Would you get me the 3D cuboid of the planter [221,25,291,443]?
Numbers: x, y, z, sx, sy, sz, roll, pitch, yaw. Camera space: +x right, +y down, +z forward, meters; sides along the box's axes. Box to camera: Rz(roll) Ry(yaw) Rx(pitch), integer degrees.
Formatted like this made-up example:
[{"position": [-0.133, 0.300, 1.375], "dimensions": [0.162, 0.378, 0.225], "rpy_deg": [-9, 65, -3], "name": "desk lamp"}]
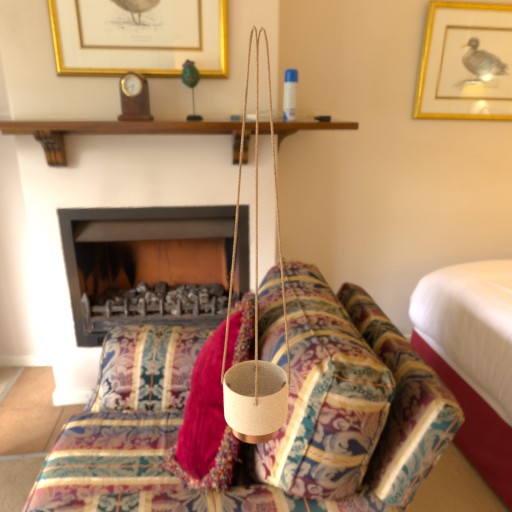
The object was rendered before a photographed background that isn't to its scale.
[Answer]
[{"position": [0.000, 0.000, 0.901], "dimensions": [0.146, 0.841, 0.146], "rpy_deg": [-18, 26, -42], "name": "planter"}]
